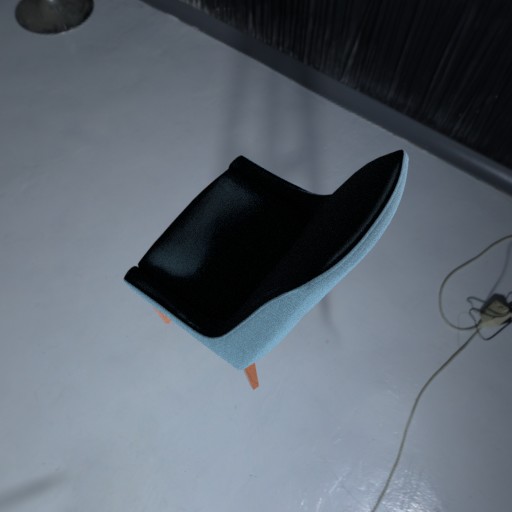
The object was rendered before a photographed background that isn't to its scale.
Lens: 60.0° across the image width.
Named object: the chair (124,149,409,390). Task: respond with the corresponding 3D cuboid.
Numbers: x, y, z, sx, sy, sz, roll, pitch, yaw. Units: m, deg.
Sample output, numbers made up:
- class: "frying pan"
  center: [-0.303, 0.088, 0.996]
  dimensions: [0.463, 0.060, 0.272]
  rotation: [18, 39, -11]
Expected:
- class: "chair"
  center: [0.000, 0.000, 1.205]
  dimensions: [0.544, 0.861, 0.529]
  rotation: [33, 68, 15]
